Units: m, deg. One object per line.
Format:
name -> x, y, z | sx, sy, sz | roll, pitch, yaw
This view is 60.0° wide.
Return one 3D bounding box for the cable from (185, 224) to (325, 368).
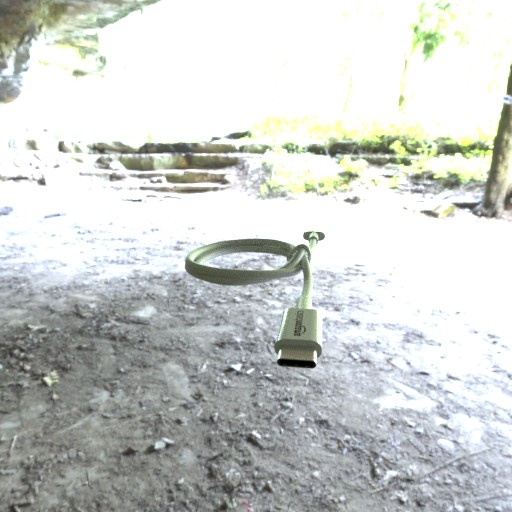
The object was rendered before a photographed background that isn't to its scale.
cable -> 0.000, 0.000, 0.224 | 0.070, 0.014, 0.203 | 2, 15, 8
